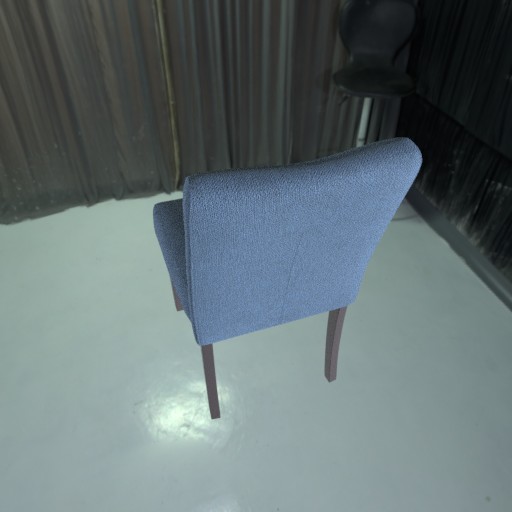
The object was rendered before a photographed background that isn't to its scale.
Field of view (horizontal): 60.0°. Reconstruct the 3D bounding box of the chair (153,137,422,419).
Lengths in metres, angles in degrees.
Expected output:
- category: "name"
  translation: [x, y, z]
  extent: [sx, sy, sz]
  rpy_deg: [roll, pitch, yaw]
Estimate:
- category: "chair"
  translation: [0.000, 0.000, 1.235]
  extent: [0.487, 0.882, 0.629]
  rpy_deg: [-13, 43, -15]
